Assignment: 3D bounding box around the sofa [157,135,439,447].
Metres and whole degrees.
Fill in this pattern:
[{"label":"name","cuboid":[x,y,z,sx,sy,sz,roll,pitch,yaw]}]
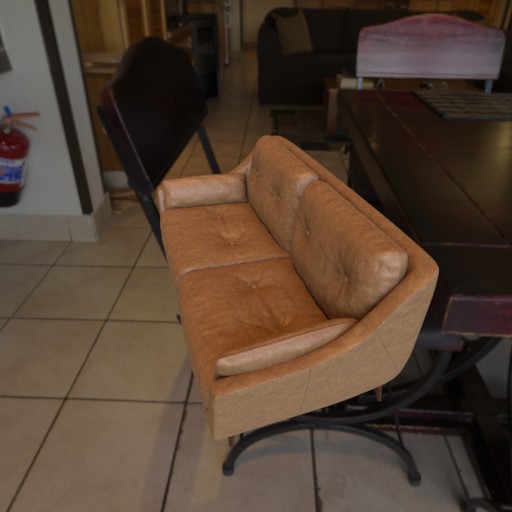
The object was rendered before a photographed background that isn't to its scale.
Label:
[{"label":"sofa","cuboid":[0.000,0.000,2.369,0.904,0.839,1.902,-9,32,-14]}]
